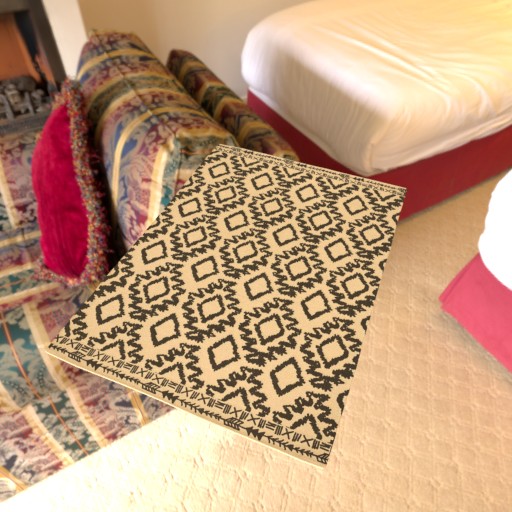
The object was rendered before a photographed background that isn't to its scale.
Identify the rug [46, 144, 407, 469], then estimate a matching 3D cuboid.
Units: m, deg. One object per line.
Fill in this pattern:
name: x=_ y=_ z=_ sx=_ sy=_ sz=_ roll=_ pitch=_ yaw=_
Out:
rug: x=0.000 y=0.000 z=4.421 sx=2.444 sy=0.036 sz=3.369 roll=17 pitch=49 yaw=15
